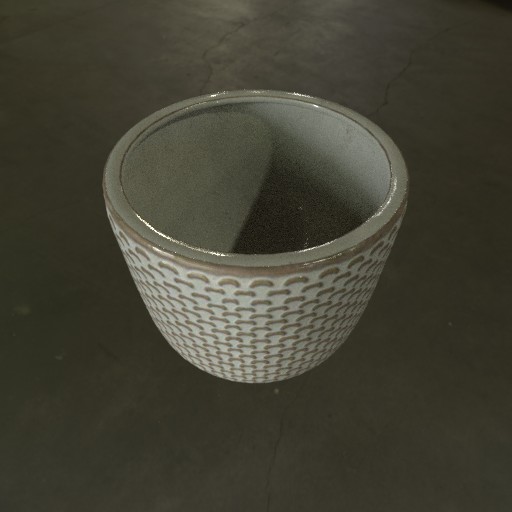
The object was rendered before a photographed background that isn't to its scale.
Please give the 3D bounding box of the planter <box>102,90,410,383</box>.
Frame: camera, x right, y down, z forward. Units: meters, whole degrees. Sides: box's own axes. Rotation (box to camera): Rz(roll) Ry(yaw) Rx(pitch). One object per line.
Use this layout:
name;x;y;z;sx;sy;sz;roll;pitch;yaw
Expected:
planter;0.000;0.000;0.249;0.139;0.130;0.139;0;46;0
